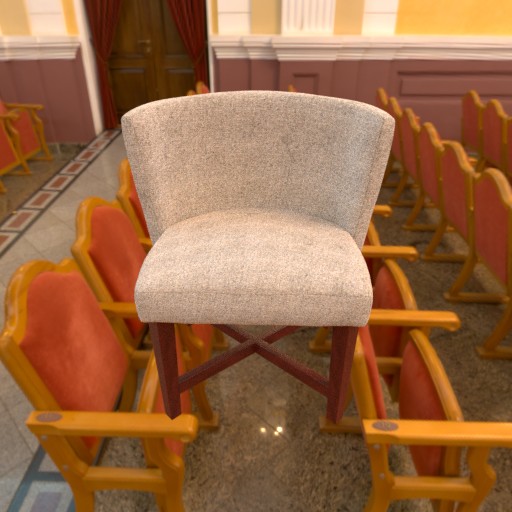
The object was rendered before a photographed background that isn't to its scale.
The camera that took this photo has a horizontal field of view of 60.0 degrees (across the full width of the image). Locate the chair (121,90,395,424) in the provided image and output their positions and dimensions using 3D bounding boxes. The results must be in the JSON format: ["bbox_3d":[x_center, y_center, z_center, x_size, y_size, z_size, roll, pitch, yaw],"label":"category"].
[{"bbox_3d":[0.000,0.000,1.291,0.728,0.827,0.575,1,30,2],"label":"chair"}]
